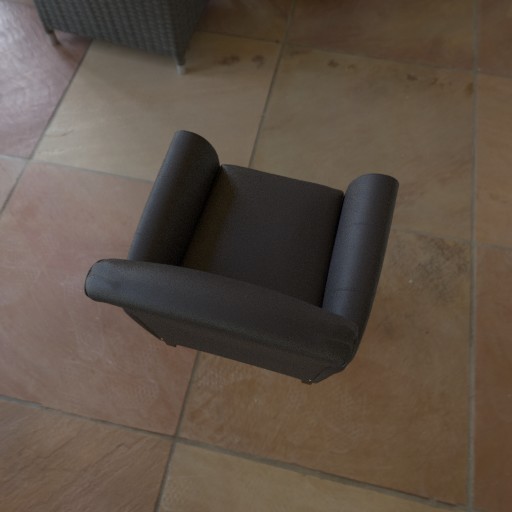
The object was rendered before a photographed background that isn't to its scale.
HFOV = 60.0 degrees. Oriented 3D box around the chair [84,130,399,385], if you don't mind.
[{"bbox_3d":[0.000,0.000,1.754,0.978,1.061,0.902,14,66,7],"label":"chair"}]
